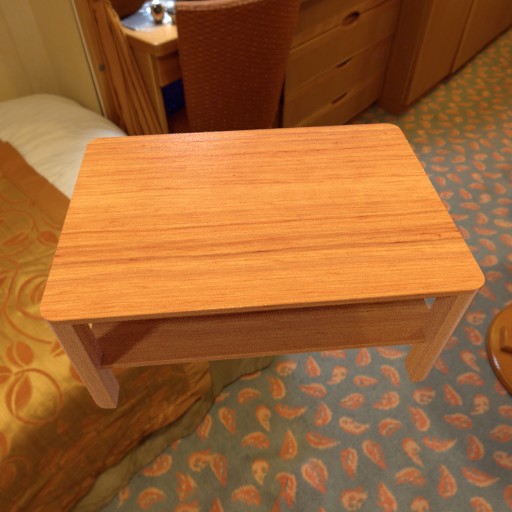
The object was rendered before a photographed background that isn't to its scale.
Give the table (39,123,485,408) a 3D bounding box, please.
[{"bbox_3d":[0.000,0.000,1.359,0.997,0.445,0.696,-4,48,-4],"label":"table"}]
